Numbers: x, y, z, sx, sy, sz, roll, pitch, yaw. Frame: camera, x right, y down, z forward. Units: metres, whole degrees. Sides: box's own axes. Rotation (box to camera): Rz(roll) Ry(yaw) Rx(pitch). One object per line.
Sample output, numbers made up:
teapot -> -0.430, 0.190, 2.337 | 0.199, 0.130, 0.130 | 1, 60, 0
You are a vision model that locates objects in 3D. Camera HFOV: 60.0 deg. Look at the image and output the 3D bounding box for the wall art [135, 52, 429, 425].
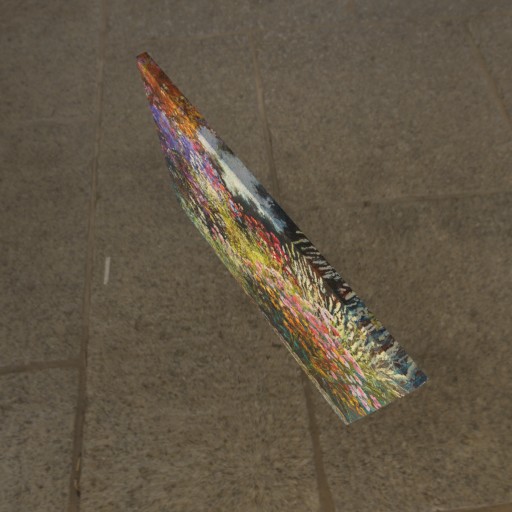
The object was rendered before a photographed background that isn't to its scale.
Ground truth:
wall art -> 0.000, 0.000, 1.415 | 0.042, 0.760, 1.136 | -33, 68, -15
